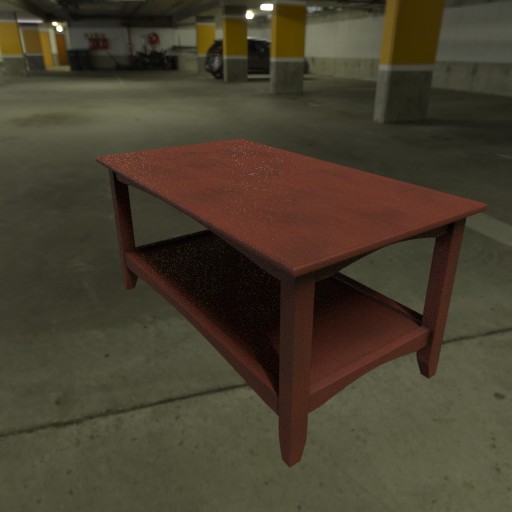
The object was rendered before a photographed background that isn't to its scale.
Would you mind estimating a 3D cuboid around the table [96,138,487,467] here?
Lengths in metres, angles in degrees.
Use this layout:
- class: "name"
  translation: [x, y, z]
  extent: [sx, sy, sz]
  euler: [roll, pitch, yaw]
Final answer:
- class: "table"
  translation: [0.000, 0.000, 1.240]
  extent: [0.533, 0.456, 0.943]
  euler: [-17, 30, -32]
